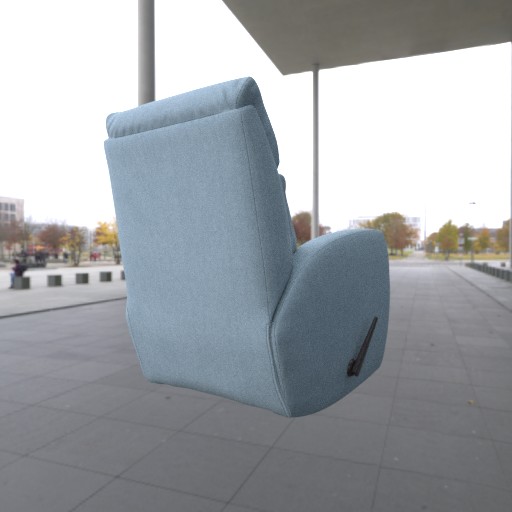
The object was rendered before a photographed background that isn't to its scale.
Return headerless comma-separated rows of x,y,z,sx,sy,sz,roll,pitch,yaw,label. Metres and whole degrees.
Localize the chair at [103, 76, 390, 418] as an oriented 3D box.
0.000,0.000,1.684,0.812,1.013,0.940,0,1,36,chair
